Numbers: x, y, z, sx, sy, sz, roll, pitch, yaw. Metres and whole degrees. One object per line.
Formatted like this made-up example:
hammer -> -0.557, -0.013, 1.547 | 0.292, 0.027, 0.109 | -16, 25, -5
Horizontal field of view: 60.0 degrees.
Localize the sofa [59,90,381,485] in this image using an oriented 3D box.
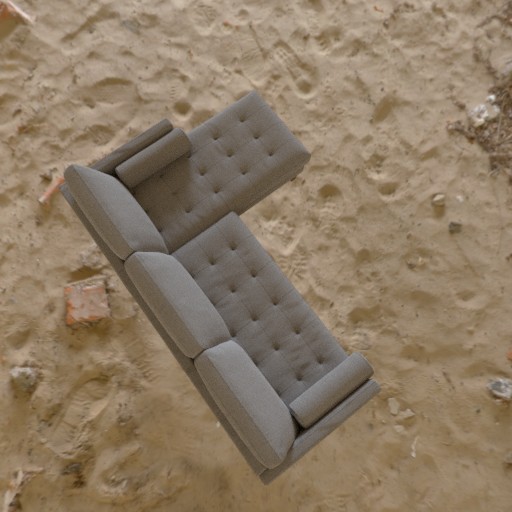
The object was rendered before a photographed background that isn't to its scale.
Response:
sofa -> 0.000, 0.000, 2.852 | 1.506, 0.875, 2.178 | -36, 78, -9
